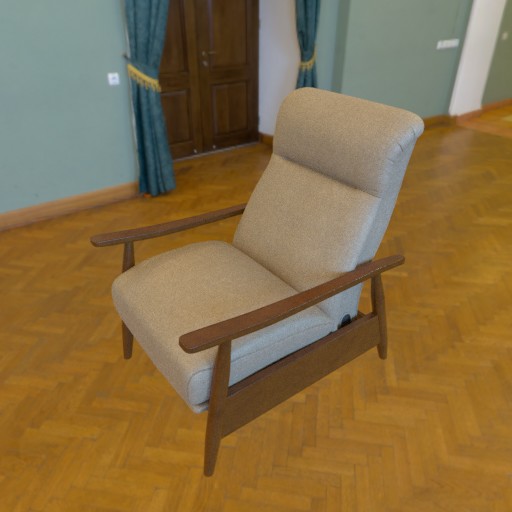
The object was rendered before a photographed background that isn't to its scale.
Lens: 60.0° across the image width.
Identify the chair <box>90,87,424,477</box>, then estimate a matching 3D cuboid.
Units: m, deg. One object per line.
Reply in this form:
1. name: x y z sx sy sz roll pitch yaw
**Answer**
1. chair: 0.000 0.000 1.743 1.030 1.082 0.762 -22 38 -31
